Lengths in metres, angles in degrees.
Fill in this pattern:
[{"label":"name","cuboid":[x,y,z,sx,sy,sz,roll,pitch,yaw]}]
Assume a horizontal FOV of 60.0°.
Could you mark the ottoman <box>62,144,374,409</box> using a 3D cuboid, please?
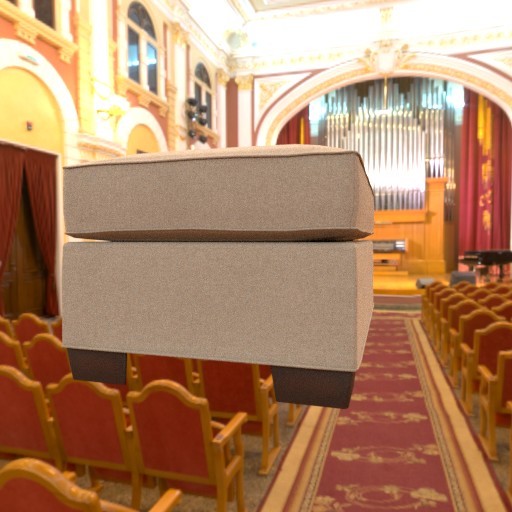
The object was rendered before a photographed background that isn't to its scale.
[{"label":"ottoman","cuboid":[0.000,0.000,1.236,0.617,0.503,0.846,1,2,17]}]
